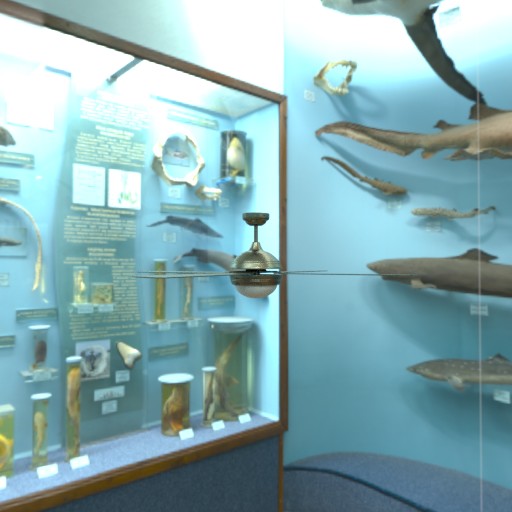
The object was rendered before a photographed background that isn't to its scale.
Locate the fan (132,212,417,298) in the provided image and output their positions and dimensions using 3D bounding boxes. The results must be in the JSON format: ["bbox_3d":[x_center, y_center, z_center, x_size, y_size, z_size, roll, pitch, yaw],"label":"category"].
[{"bbox_3d":[0.000,0.000,2.002,1.321,0.381,1.321,1,-1,-38],"label":"fan"}]
